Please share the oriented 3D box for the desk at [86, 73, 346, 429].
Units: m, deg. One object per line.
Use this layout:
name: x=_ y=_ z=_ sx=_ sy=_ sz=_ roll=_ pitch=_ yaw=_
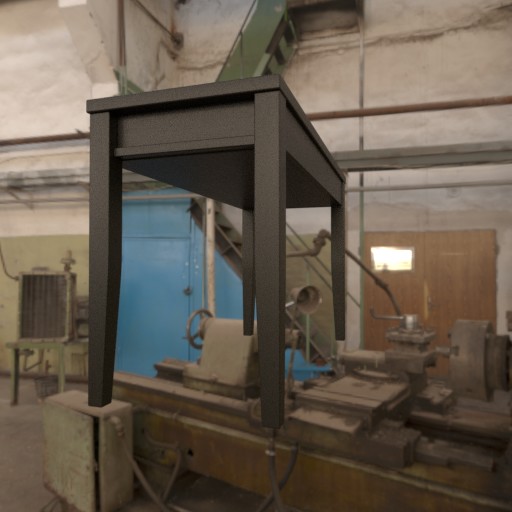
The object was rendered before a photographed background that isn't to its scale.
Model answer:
desk: x=0.000 y=0.000 z=1.615 sx=0.508 sy=0.775 sz=1.220 roll=0 pitch=-1 yaw=18
